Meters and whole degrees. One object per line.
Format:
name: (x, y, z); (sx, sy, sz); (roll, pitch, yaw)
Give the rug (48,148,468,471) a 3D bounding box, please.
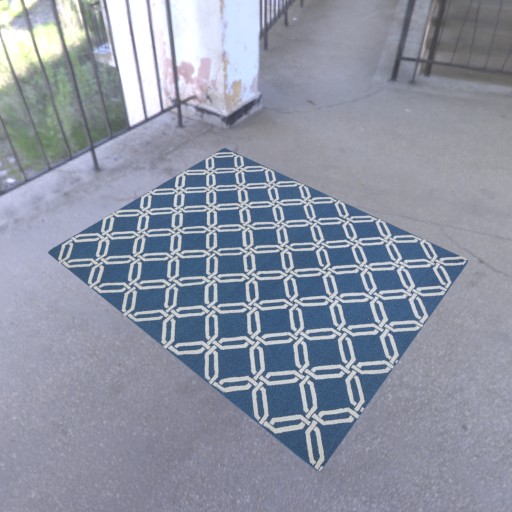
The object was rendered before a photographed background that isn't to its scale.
rug: (0.000, 0.000, 3.829); (2.867, 0.020, 2.277); (30, 52, 27)
